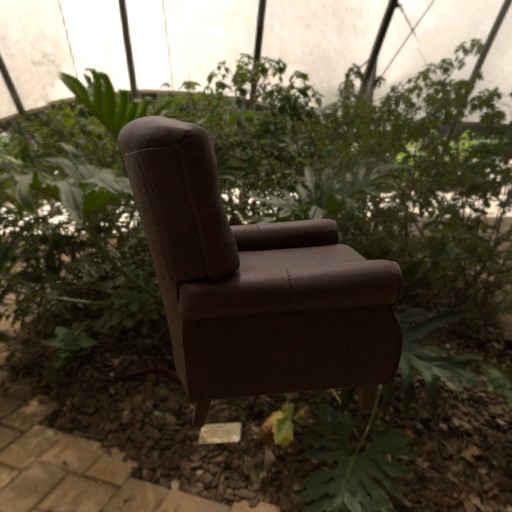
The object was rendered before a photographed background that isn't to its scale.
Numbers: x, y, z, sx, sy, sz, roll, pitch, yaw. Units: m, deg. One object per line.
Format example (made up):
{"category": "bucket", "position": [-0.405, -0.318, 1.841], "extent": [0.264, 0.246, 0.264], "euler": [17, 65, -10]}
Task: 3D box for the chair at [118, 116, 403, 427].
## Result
{"category": "chair", "position": [0.000, 0.000, 1.922], "extent": [1.058, 1.158, 0.948], "euler": [-3, 17, -8]}
